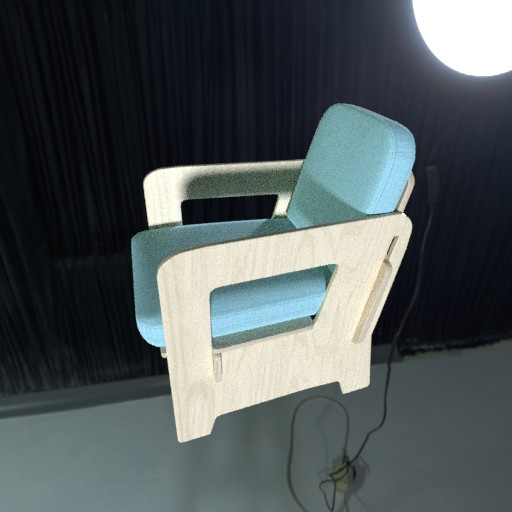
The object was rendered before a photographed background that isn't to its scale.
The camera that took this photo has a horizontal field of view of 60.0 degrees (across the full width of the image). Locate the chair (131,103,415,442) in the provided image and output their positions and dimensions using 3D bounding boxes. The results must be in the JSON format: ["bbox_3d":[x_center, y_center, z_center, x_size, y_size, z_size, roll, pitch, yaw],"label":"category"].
[{"bbox_3d":[0.000,0.000,1.312,0.710,0.800,0.590,-8,30,-13],"label":"chair"}]
